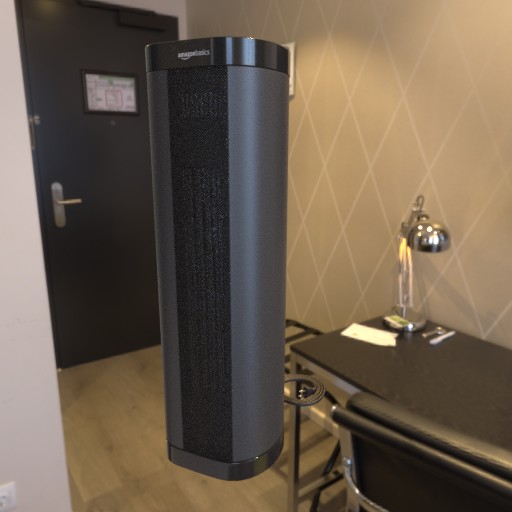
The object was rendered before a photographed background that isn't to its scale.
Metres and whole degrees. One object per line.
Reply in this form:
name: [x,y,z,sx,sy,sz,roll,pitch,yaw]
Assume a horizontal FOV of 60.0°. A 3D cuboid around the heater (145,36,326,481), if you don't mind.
heater: [0.000,0.000,0.678,0.174,0.552,0.312,6,15,24]
